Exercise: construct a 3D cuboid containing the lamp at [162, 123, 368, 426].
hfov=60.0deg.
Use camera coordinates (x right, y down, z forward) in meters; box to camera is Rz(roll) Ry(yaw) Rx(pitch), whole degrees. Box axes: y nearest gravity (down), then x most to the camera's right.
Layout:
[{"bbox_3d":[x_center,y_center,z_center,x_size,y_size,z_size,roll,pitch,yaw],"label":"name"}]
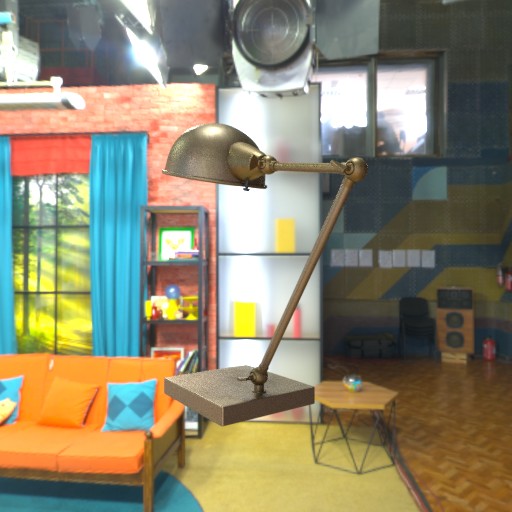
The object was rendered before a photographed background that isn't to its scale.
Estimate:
[{"bbox_3d":[0.000,0.000,0.543,0.149,0.371,0.339,1,-1,-36],"label":"lamp"}]
